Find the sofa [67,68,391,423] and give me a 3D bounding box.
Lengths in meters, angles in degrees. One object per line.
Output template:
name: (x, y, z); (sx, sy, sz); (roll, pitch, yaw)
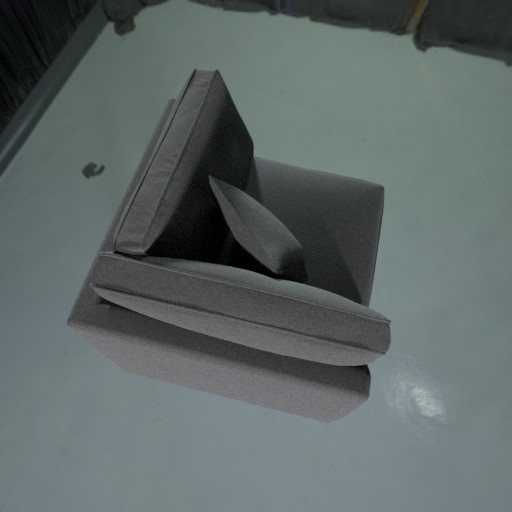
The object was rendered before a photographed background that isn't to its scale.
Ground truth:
sofa: (0.000, 0.000, 1.994); (1.084, 1.002, 1.146); (13, 64, 6)
